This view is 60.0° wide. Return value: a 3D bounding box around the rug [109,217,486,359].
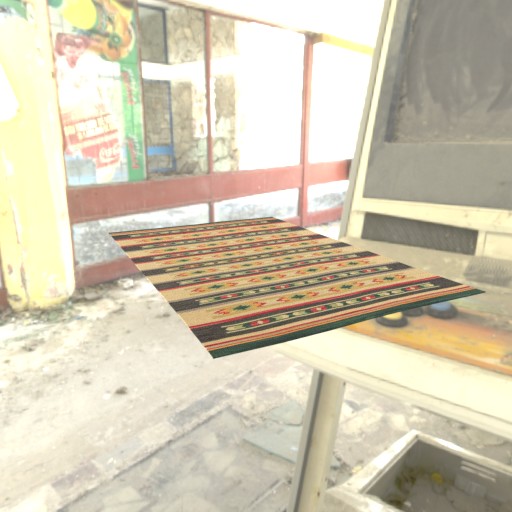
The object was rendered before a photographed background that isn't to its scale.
[{"bbox_3d":[0.000,0.000,2.950,1.522,0.010,2.311,-8,18,-26],"label":"rug"}]
